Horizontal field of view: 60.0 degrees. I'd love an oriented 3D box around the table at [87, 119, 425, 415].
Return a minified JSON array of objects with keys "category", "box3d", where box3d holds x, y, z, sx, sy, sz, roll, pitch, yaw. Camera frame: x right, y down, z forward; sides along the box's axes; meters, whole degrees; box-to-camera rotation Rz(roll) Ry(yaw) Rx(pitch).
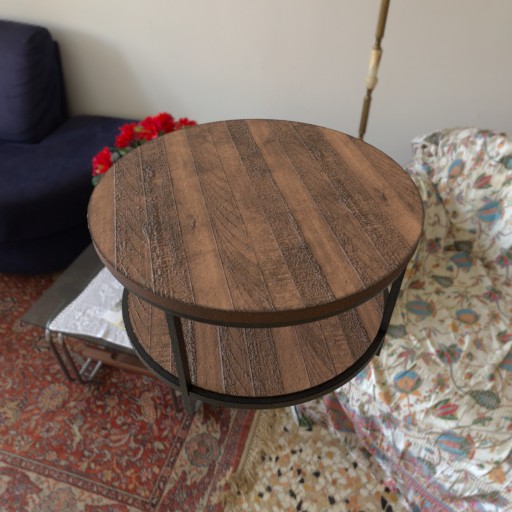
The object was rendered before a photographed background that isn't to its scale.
[{"category":"table","box3d":[0.000,0.000,1.296,0.837,0.462,0.837,0,42,0]}]
